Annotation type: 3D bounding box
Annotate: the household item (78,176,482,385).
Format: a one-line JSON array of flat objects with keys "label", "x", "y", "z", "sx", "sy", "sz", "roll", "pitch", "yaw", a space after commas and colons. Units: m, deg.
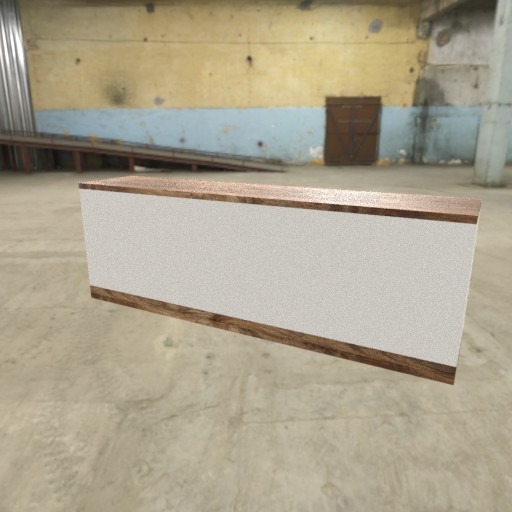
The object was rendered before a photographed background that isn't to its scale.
[{"label": "household item", "x": 0.000, "y": 0.000, "z": 2.064, "sx": 1.800, "sy": 0.615, "sz": 0.390, "roll": 8, "pitch": 18, "yaw": 27}]
